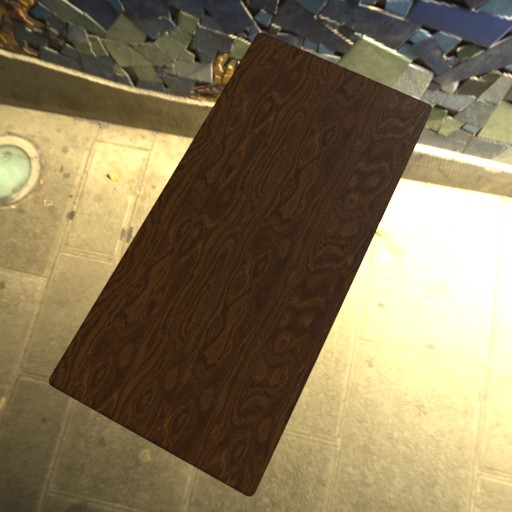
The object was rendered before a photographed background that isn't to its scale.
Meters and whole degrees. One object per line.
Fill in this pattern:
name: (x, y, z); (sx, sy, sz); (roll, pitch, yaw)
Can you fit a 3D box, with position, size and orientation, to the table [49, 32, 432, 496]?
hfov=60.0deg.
table: (0.000, 0.000, 2.202); (0.883, 0.753, 1.791); (26, 77, 7)
